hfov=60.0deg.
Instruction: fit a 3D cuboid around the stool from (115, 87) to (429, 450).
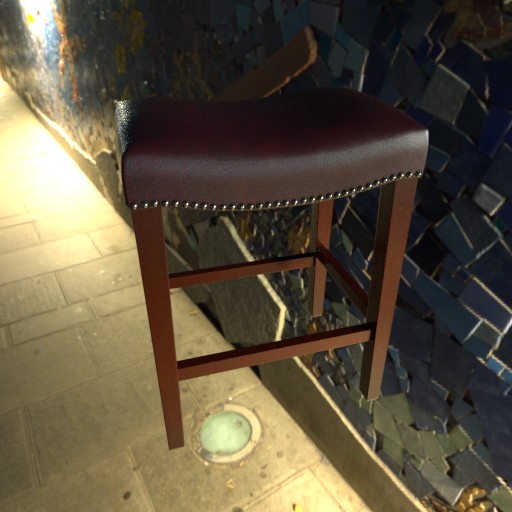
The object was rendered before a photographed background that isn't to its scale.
[{"bbox_3d":[0.000,0.000,0.967,0.504,0.657,0.372,-9,32,-14],"label":"stool"}]
